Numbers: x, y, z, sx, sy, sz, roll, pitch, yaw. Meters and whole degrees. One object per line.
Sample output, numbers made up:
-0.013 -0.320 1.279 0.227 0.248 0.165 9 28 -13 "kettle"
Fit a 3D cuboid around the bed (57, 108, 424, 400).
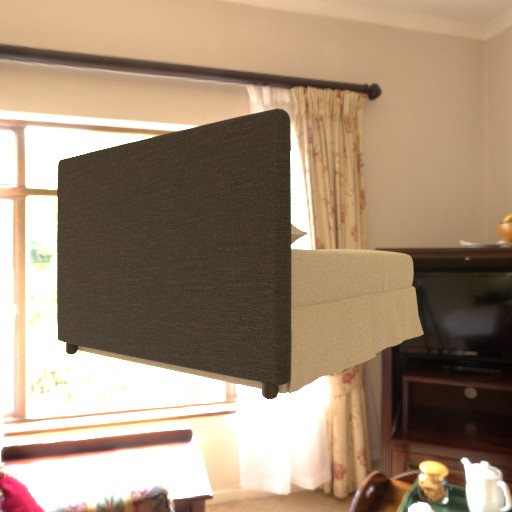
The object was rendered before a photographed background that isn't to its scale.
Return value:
0.000 0.000 3.326 1.884 1.330 2.142 0 0 36 "bed"
